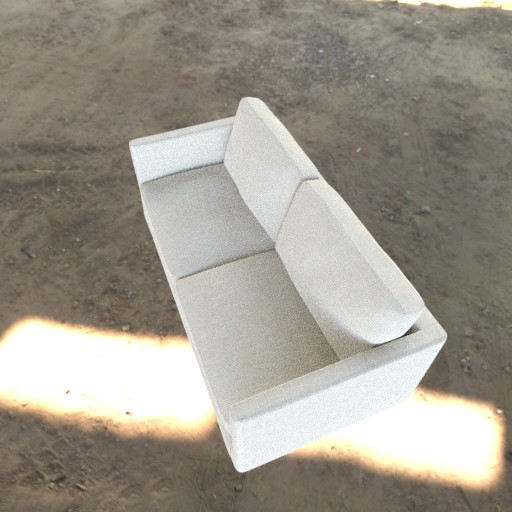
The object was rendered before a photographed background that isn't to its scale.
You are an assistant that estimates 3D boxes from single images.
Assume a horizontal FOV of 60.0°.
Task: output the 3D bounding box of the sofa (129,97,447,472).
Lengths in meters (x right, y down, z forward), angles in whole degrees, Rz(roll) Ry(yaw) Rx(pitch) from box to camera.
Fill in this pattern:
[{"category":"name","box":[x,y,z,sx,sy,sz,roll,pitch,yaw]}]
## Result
[{"category":"sofa","box":[0.000,0.000,2.414,0.950,0.963,1.838,-17,51,-14]}]
